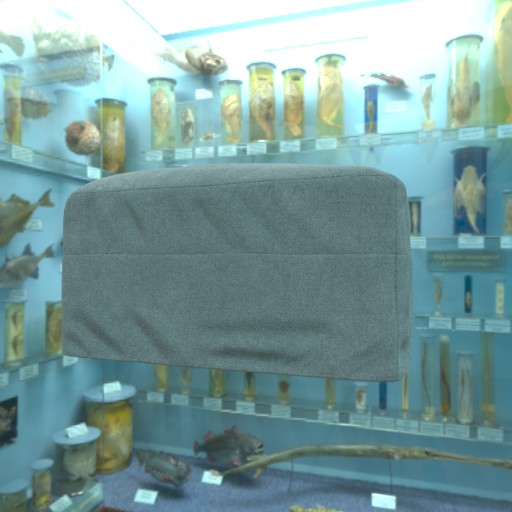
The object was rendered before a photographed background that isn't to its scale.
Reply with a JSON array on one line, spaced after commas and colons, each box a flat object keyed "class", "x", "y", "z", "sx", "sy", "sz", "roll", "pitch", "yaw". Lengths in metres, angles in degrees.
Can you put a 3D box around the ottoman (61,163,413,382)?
[{"class": "ottoman", "x": 0.000, "y": 0.000, "z": 1.256, "sx": 0.837, "sy": 0.481, "sz": 0.683, "roll": 0, "pitch": 0, "yaw": 19}]
